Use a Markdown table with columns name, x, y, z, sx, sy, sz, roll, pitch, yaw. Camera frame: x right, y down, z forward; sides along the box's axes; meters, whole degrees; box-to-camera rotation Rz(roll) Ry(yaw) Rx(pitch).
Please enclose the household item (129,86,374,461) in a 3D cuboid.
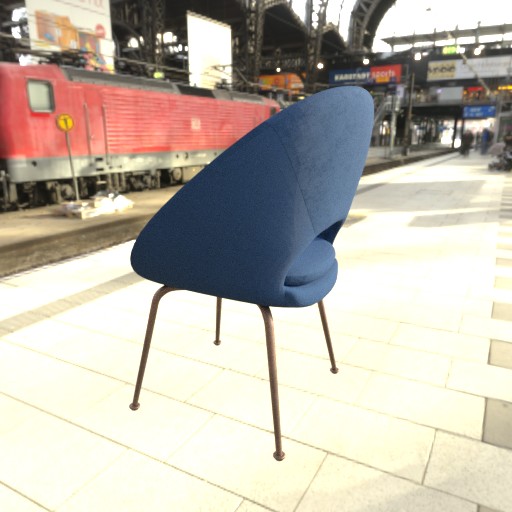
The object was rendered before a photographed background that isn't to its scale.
| name | x | y | z | sx | sy | sz | roll | pitch | yaw |
| --- | --- | --- | --- | --- | --- | --- | --- | --- | --- |
| household item | 0.000 | 0.000 | 1.225 | 0.573 | 0.852 | 0.623 | 8 | 17 | 26 |
